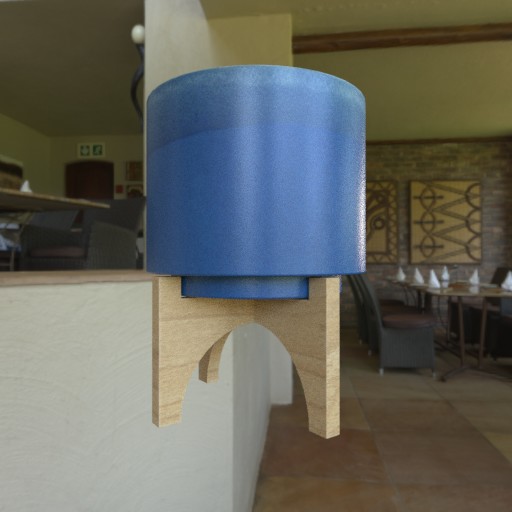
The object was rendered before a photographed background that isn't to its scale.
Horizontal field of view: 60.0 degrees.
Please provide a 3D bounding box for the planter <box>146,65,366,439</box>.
[{"bbox_3d":[0.000,0.000,0.400,0.192,0.263,0.192,0,0,0],"label":"planter"}]
